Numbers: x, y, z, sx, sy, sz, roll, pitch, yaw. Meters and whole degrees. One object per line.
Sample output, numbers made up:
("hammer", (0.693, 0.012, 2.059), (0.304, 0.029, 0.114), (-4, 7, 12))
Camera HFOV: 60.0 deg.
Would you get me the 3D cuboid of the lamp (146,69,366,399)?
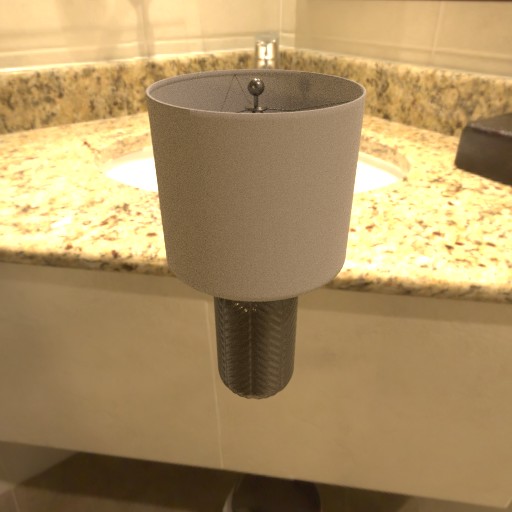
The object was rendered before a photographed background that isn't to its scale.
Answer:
("lamp", (0.000, 0.000, 0.514), (0.203, 0.389, 0.203), (9, 33, 14))
